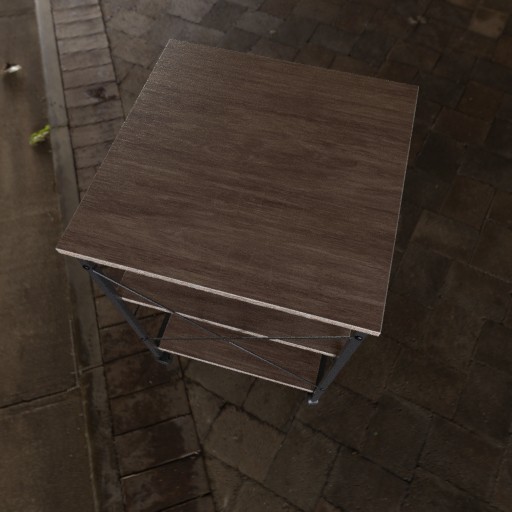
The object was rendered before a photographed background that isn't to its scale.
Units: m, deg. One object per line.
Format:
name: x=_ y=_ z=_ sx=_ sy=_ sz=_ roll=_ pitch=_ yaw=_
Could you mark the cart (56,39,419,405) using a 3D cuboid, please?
cart: x=0.000 y=0.000 z=1.129 sx=0.521 sy=0.762 sz=0.520 roll=14 pitch=64 yaw=7
